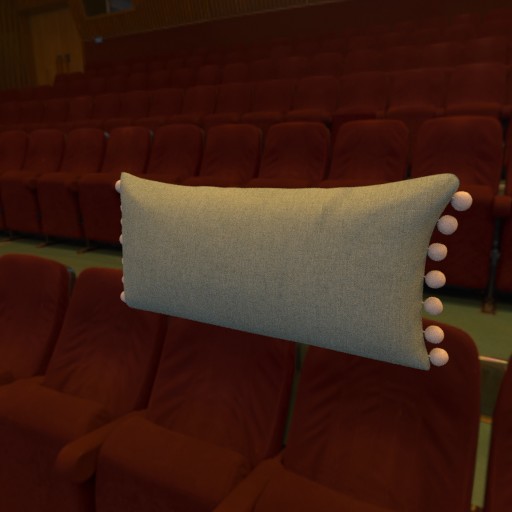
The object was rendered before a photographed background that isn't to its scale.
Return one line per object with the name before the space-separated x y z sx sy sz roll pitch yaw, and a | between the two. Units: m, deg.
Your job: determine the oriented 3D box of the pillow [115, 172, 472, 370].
pillow | 0.000 0.000 0.834 0.709 0.322 0.201 7 16 26
